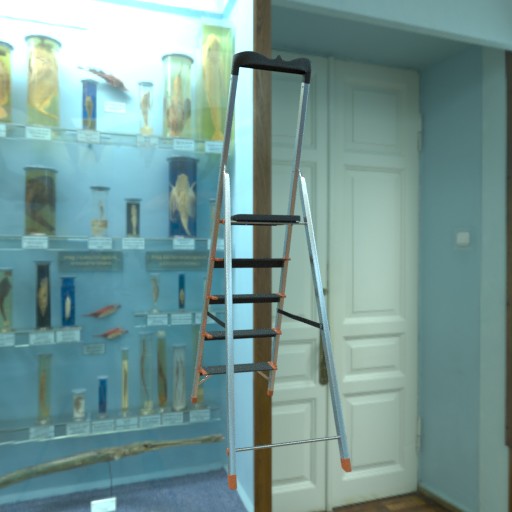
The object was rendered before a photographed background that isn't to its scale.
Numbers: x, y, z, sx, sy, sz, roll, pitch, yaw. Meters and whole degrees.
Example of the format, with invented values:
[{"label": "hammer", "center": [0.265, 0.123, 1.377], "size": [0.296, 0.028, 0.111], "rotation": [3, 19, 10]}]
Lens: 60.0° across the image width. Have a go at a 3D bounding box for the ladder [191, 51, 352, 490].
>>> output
[{"label": "ladder", "center": [0.000, 0.000, 2.101], "size": [0.480, 1.646, 0.995], "rotation": [0, 0, -16]}]
